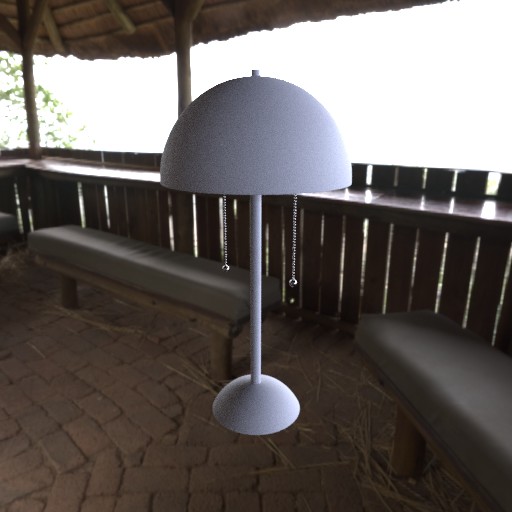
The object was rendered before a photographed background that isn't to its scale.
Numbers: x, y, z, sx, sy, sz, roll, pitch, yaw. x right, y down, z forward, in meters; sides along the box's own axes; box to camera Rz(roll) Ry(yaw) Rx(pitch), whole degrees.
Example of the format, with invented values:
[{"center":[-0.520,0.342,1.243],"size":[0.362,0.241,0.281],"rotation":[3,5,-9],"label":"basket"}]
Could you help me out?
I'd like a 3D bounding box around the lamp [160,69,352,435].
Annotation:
[{"center":[0.000,0.000,0.423],"size":[0.171,0.330,0.171],"rotation":[0,16,0],"label":"lamp"}]
